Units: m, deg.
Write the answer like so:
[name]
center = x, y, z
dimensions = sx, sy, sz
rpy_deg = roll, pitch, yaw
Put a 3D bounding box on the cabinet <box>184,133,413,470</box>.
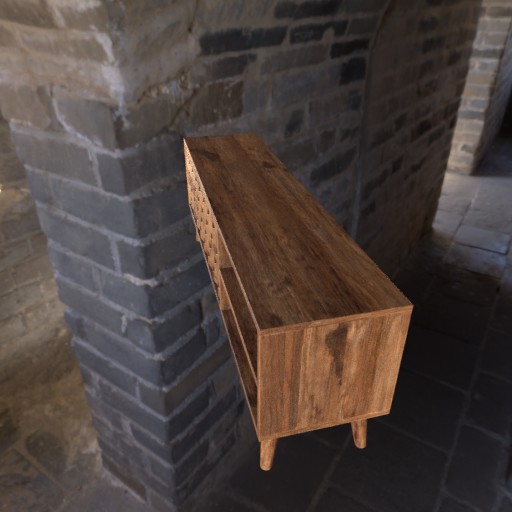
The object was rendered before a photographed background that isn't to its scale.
[cabinet]
center = 0.000, 0.000, 1.674
dimensions = 0.349, 0.528, 1.448
rpy_deg = -7, 31, -12
